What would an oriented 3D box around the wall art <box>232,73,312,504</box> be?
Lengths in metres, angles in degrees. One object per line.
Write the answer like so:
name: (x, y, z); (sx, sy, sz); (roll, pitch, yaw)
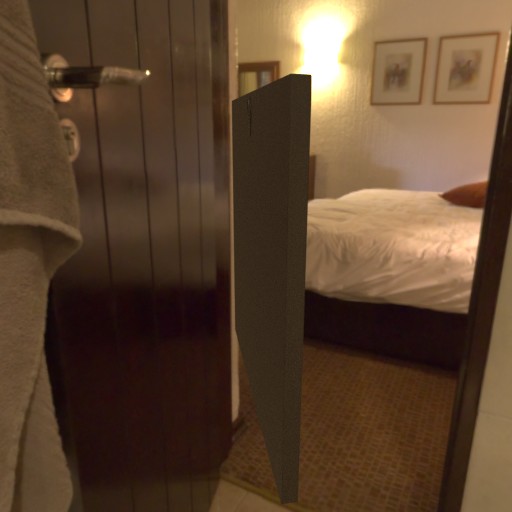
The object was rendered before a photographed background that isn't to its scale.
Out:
wall art: (0.000, 0.000, 1.160); (0.043, 0.807, 0.805); (-3, 17, -9)
